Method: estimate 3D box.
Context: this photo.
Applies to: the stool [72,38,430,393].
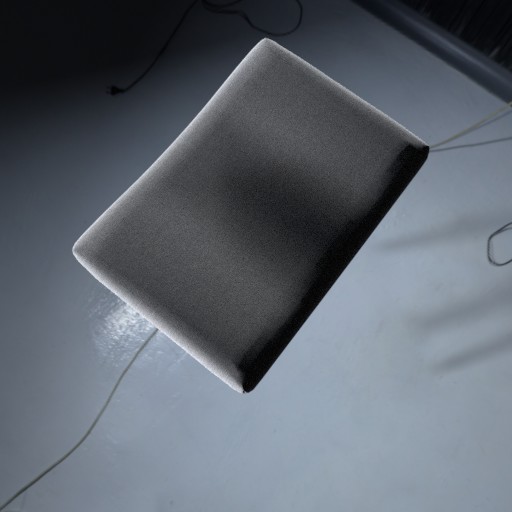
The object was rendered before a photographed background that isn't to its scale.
[{"bbox_3d":[0.000,0.000,1.021,0.356,0.762,0.508,37,79,9],"label":"stool"}]
